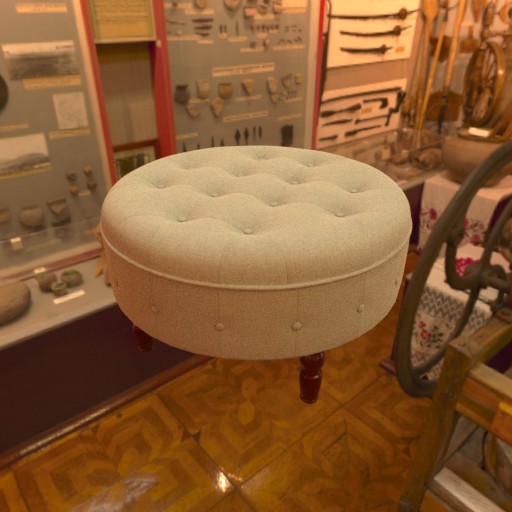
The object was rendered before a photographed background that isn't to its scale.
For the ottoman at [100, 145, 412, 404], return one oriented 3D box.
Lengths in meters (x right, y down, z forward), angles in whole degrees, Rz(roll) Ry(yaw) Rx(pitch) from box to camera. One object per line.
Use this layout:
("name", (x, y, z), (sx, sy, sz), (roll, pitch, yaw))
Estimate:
("ottoman", (0.000, 0.000, 1.340), (0.849, 0.478, 0.849), (0, 29, 0))
